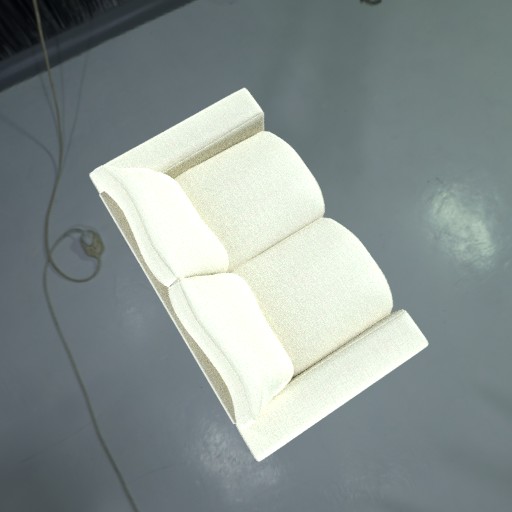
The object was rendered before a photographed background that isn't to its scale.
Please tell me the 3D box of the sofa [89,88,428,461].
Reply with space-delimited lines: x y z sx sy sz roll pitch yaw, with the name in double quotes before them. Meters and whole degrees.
"sofa" 0.000 0.000 2.432 1.091 0.875 1.754 -32 78 -8
